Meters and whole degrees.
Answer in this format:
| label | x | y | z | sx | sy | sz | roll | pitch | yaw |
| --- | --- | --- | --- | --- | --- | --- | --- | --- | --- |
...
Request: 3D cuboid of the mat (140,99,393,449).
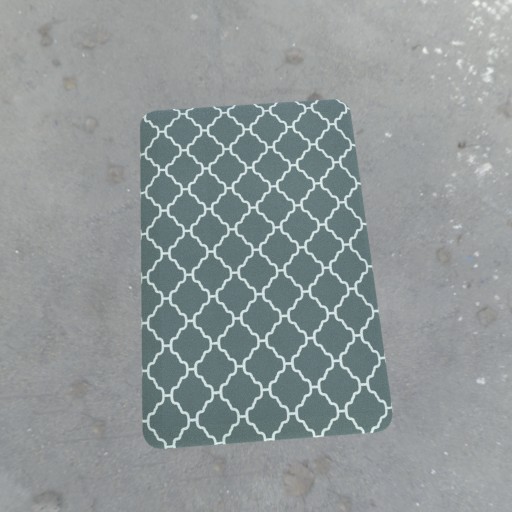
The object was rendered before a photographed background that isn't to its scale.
| label | x | y | z | sx | sy | sz | roll | pitch | yaw |
| --- | --- | --- | --- | --- | --- | --- | --- | --- | --- |
| mat | 0.000 | 0.000 | 0.975 | 0.508 | 0.021 | 0.762 | -4 | 76 | -1 |
